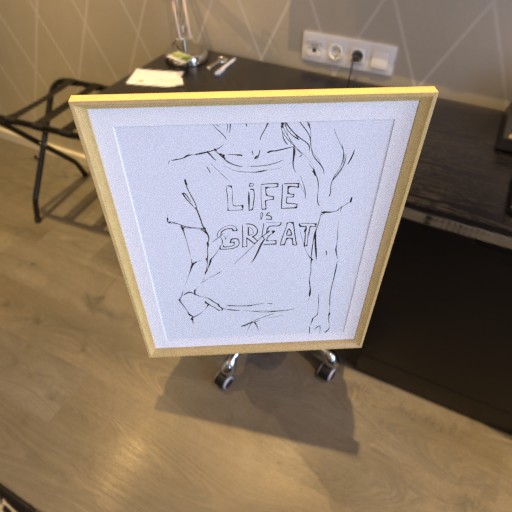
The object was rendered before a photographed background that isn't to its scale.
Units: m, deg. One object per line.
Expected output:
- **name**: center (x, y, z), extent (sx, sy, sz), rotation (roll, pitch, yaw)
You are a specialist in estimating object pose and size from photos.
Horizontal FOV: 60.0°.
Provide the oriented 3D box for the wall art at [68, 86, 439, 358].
- **wall art**: center (0.000, 0.000, 1.319), extent (0.798, 1.002, 0.030), rotation (-2, 45, -2)
